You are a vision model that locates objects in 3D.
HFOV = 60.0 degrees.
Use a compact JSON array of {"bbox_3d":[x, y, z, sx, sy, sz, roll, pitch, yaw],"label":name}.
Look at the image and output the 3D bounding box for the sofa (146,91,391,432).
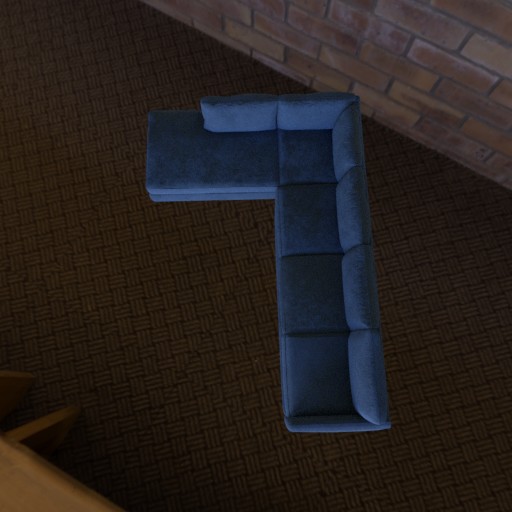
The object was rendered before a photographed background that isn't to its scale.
[{"bbox_3d":[0.000,0.000,3.928,2.007,0.815,2.949,-2,77,0],"label":"sofa"}]
